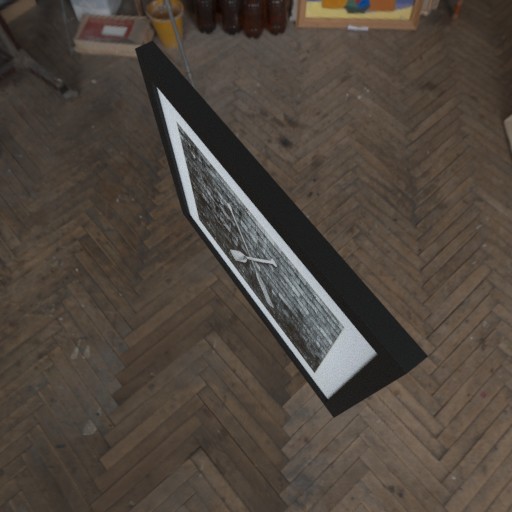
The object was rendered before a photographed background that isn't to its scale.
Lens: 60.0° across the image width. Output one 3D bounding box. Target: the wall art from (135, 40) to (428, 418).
[{"bbox_3d":[0.000,0.000,0.745,0.029,0.457,0.558,-33,69,-14],"label":"wall art"}]
